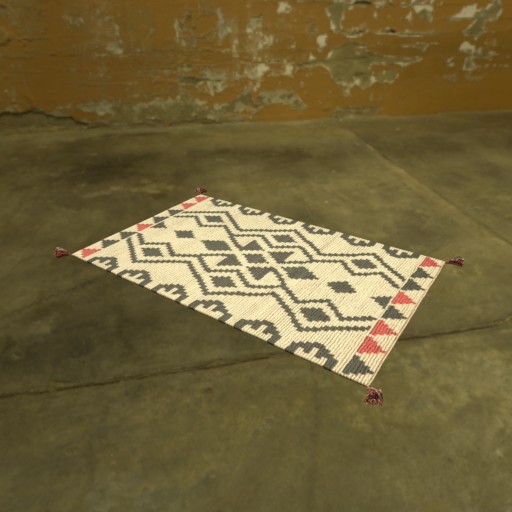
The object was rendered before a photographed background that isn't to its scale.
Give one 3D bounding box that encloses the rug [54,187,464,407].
[{"bbox_3d":[0.000,0.000,3.385,2.672,0.066,1.741,19,34,30],"label":"rug"}]
